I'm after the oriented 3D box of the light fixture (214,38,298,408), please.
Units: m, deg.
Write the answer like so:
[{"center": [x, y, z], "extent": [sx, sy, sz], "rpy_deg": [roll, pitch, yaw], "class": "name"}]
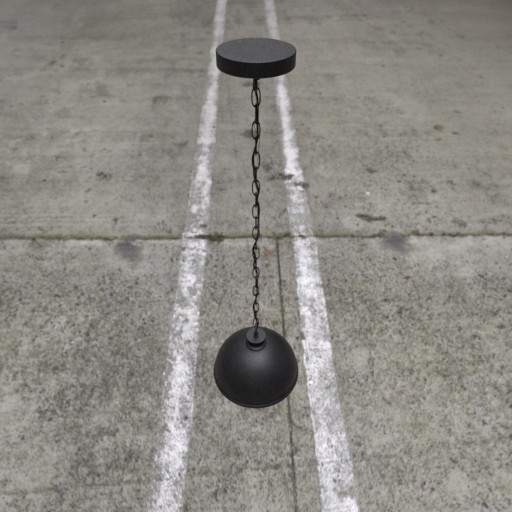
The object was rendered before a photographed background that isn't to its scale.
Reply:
[{"center": [0.000, 0.000, 1.238], "extent": [0.304, 1.090, 0.304], "rpy_deg": [-1, 41, -1], "class": "light fixture"}]
